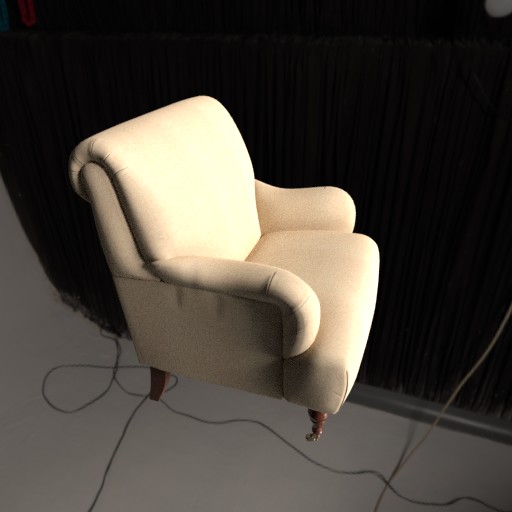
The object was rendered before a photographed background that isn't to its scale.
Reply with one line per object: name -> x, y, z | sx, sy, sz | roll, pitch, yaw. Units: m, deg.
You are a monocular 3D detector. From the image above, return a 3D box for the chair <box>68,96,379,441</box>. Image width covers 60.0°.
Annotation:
chair -> 0.000, 0.000, 1.546 | 0.842, 0.944, 0.766 | 10, 31, 16
